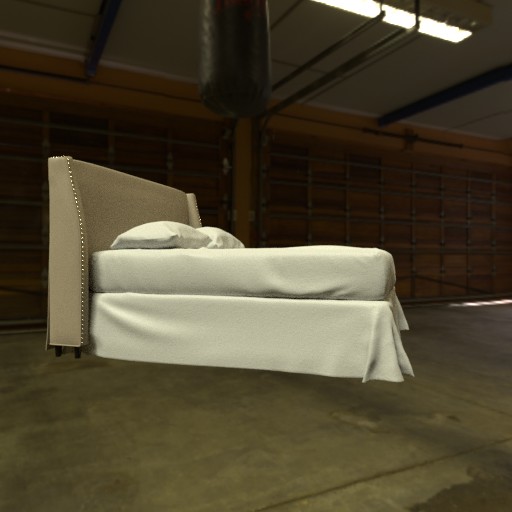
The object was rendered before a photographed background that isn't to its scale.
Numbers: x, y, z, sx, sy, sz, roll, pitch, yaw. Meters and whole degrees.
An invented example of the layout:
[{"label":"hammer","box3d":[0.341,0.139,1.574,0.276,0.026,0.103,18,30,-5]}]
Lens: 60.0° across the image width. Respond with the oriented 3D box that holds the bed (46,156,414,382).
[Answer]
[{"label":"bed","box3d":[0.000,0.000,3.444,2.276,1.332,1.925,0,0,18]}]
